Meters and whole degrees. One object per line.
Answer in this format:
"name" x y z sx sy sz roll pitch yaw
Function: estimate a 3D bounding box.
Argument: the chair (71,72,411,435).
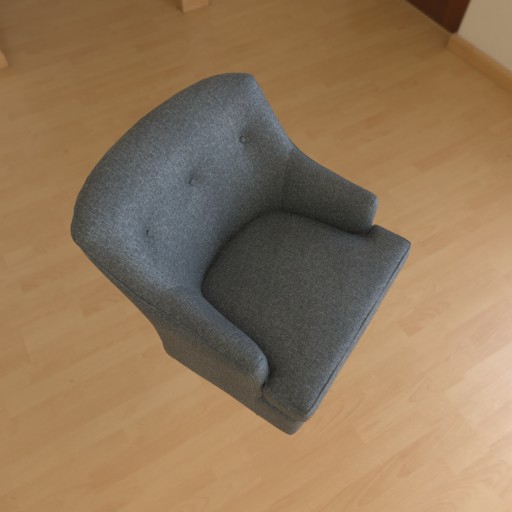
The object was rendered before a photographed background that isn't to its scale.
"chair" 0.000 0.000 1.622 0.923 0.856 0.864 31 63 17
